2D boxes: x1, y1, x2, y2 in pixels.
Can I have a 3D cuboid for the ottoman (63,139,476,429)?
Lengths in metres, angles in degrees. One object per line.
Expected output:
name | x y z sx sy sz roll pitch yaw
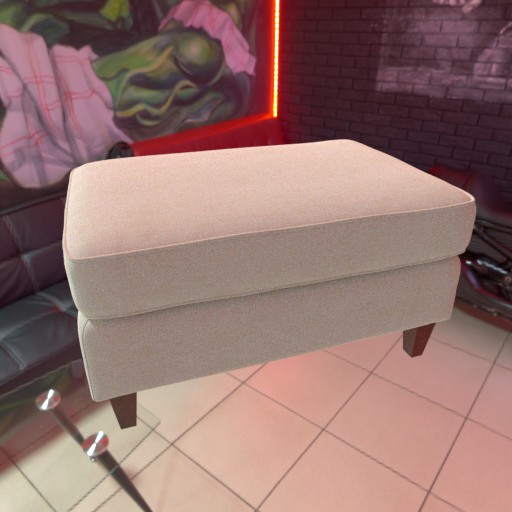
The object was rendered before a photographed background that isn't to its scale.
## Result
ottoman | 0.000 0.000 1.162 0.862 0.484 0.583 -9 29 -16
